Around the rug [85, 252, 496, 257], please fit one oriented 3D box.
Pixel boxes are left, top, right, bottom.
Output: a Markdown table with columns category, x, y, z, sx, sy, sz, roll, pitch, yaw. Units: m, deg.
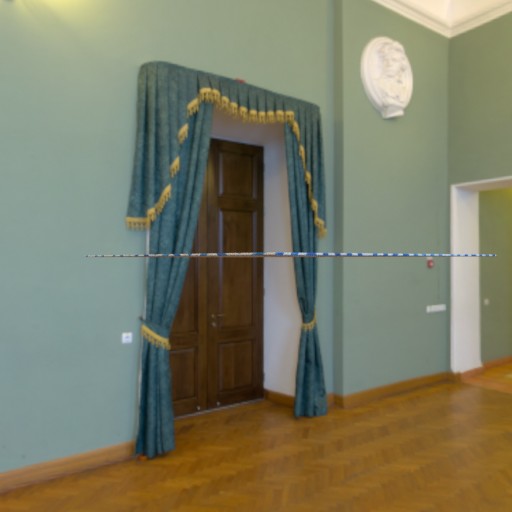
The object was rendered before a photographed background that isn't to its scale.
| category | x | y | z | sx | sy | sz | roll | pitch | yaw |
| --- | --- | --- | --- | --- | --- | --- | --- | --- | --- |
| rug | 0.000 | 0.000 | 2.283 | 1.225 | 0.008 | 1.830 | 0 | 0 | -36 |
